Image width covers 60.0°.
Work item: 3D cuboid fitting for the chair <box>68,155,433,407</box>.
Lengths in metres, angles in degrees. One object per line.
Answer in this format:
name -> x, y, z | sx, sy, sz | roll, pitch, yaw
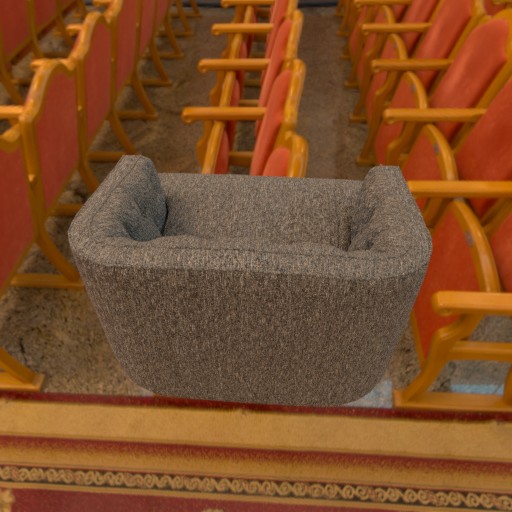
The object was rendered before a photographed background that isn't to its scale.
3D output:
chair -> 0.000, 0.000, 1.729 | 1.104, 0.852, 0.941 | 3, 46, 3
